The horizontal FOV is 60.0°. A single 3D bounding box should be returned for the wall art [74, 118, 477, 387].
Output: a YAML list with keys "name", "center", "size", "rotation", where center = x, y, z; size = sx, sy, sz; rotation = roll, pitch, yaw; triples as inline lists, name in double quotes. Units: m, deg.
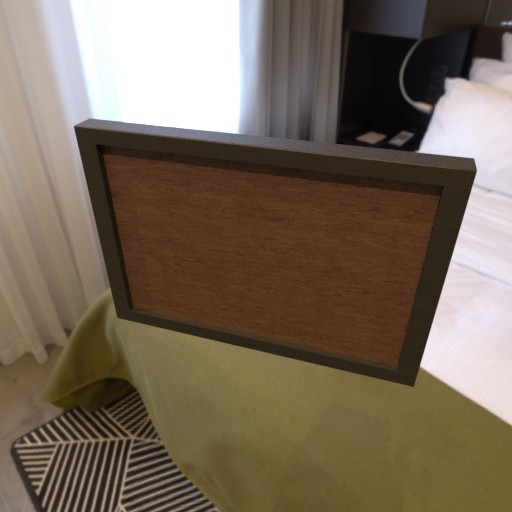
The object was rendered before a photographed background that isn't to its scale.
- name: "wall art"
  center: [0.000, 0.000, 0.855]
  size: [0.671, 0.456, 0.051]
  rotation: [10, 35, 15]
